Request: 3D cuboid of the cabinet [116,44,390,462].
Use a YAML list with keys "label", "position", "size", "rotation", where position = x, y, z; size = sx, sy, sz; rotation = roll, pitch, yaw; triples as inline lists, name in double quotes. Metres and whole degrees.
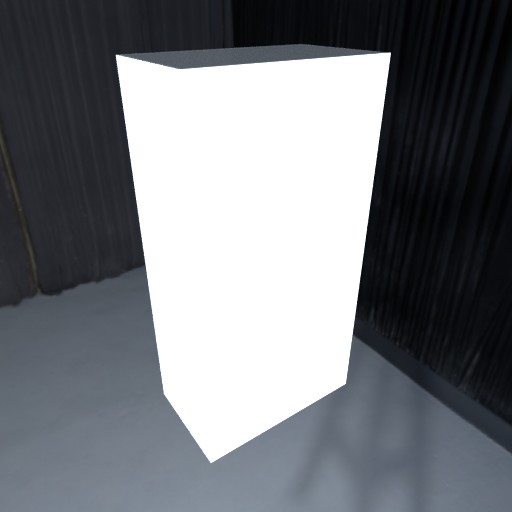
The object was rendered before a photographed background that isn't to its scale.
- label: "cabinet"
  position: [0.000, 0.000, 2.305]
  size: [0.980, 1.920, 0.580]
  rotation: [-19, 35, -30]
